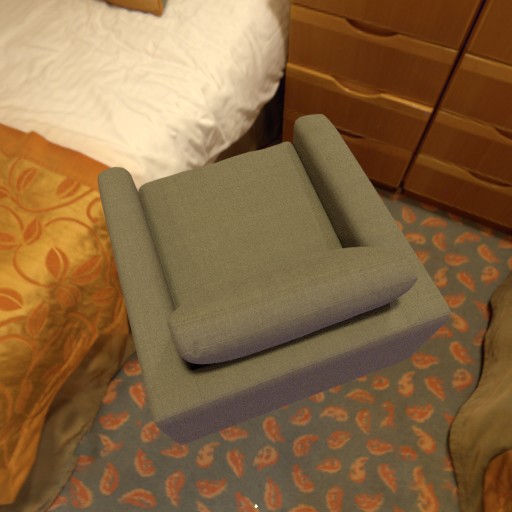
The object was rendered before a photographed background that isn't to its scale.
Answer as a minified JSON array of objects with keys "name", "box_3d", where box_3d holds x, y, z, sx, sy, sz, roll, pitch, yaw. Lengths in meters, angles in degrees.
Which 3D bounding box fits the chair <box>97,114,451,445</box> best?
[{"name":"chair","box_3d":[0.000,0.000,1.849,1.070,0.847,1.100,-18,62,-10]}]
